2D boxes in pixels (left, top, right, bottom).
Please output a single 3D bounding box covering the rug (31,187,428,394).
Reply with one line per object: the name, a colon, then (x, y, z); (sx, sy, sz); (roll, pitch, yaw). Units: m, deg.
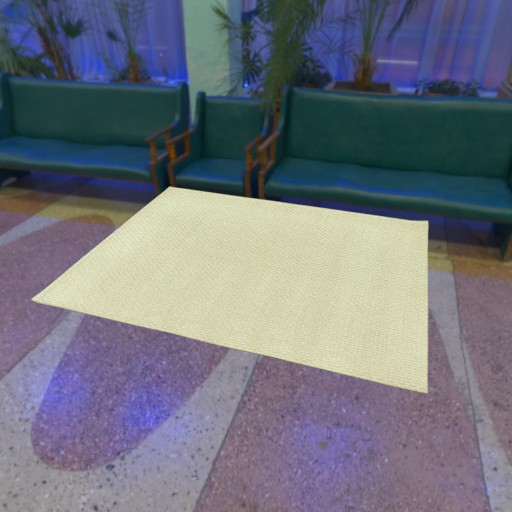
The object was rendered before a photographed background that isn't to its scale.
rug: (0.000, 0.000, 3.922); (2.897, 0.035, 2.277); (10, 34, 15)
